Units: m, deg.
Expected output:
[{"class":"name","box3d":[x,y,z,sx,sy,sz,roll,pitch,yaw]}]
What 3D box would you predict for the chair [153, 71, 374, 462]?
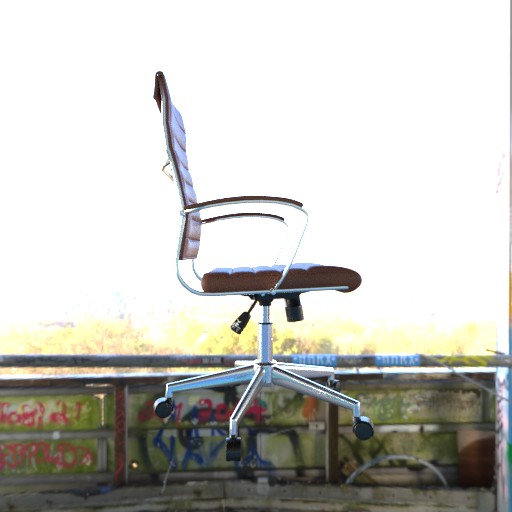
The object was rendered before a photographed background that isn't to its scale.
[{"class":"chair","box3d":[0.000,0.000,1.600,0.739,1.149,0.766,0,0,-2]}]
